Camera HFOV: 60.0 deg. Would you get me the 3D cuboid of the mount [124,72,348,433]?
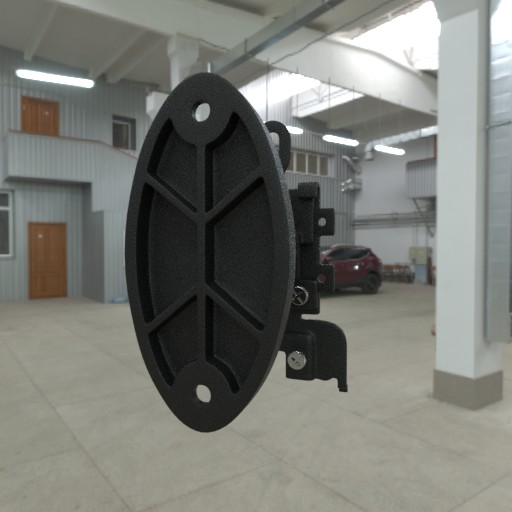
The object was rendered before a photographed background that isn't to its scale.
[{"bbox_3d":[0.000,0.000,0.176,0.066,0.118,0.100,0,1,19],"label":"mount"}]
